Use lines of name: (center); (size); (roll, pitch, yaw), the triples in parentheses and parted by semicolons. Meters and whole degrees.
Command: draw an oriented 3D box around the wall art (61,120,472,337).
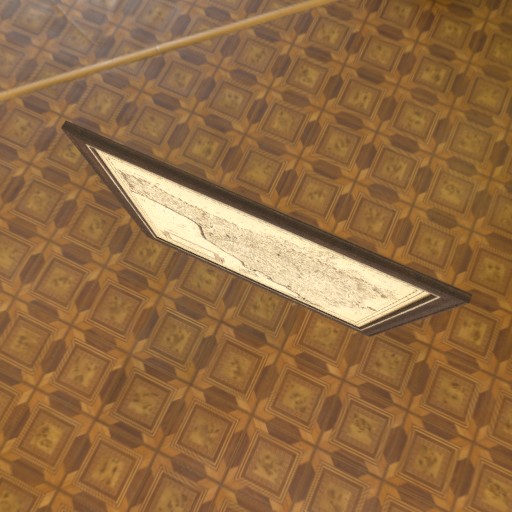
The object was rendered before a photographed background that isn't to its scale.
wall art: (0.000, 0.000, 1.447); (1.033, 0.875, 0.023); (24, 76, 6)
